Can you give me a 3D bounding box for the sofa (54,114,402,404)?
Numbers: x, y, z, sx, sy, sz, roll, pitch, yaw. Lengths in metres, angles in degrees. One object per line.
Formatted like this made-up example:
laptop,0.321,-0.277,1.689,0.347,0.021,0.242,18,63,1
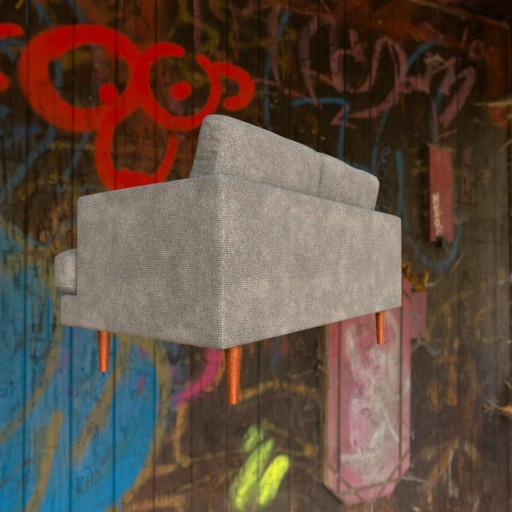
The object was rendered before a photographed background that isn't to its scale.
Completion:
sofa,0.000,0.000,2.152,0.903,0.956,1.582,-1,-1,37
